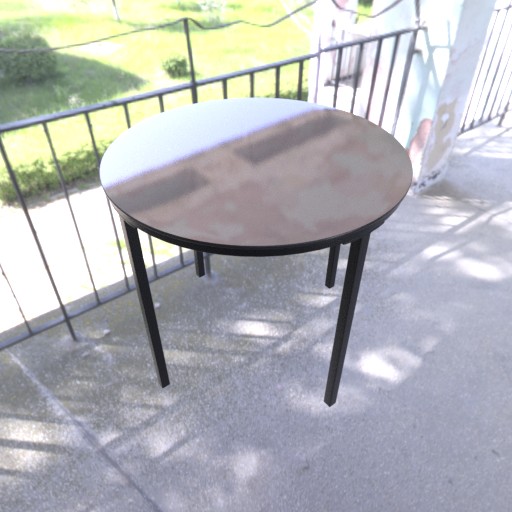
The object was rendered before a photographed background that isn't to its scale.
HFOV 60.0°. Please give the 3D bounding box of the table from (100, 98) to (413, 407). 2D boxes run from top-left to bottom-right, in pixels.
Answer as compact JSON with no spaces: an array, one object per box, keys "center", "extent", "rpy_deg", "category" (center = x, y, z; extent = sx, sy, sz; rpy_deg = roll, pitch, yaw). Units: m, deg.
[{"center":[0.000,0.000,0.871],"extent":[0.499,0.443,0.499],"rpy_deg":[0,40,0],"category":"table"}]
